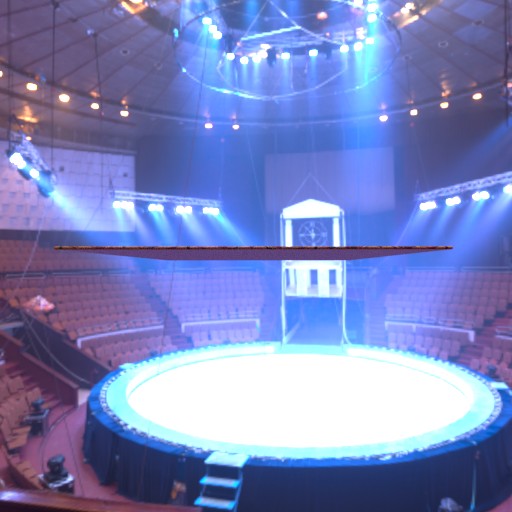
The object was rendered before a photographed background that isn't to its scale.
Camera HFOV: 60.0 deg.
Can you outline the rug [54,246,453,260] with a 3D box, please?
[{"bbox_3d":[0.000,0.000,4.307,2.446,0.020,3.215,0,-2,1],"label":"rug"}]
